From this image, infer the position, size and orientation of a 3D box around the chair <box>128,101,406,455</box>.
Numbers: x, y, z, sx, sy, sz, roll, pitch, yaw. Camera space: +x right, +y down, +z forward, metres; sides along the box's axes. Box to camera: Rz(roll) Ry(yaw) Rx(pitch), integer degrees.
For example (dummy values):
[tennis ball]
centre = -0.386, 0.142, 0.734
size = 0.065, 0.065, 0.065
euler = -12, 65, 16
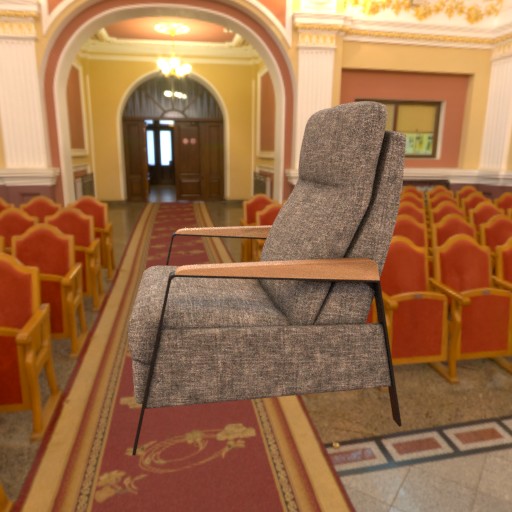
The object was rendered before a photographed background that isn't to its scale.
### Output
[chair]
centre = 0.000, 0.000, 1.603
size = 0.868, 1.042, 0.671
euler = -2, 14, -9
